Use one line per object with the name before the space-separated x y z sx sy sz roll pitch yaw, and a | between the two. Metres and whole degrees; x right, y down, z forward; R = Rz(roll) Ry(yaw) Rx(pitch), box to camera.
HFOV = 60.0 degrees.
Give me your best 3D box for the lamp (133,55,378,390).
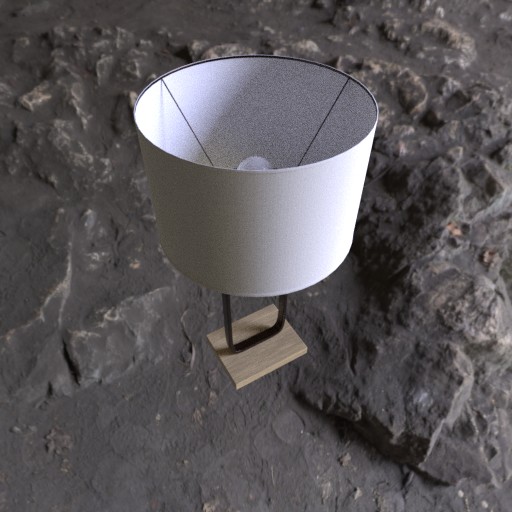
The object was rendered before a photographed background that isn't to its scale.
lamp | 0.000 0.000 0.694 0.279 0.508 0.279 -23 49 -21
